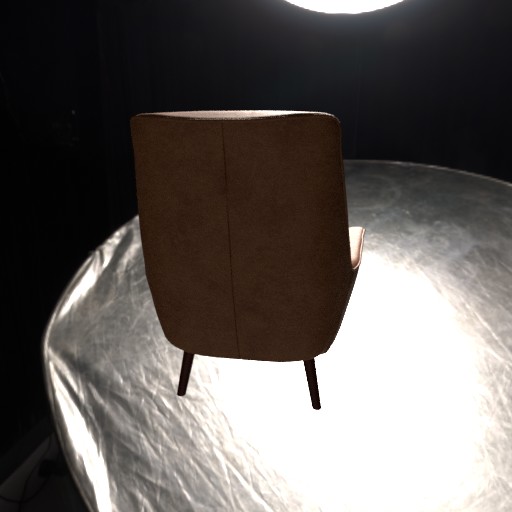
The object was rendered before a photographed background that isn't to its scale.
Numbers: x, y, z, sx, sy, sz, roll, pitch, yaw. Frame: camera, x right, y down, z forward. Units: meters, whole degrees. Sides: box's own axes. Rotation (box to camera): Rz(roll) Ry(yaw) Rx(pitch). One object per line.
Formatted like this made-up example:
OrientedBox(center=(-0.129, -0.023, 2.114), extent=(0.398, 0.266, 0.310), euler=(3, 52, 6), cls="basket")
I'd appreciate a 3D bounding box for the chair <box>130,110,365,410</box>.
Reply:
OrientedBox(center=(0.000, 0.000, 1.471), extent=(0.753, 0.883, 0.851), euler=(3, 15, 10), cls="chair")
